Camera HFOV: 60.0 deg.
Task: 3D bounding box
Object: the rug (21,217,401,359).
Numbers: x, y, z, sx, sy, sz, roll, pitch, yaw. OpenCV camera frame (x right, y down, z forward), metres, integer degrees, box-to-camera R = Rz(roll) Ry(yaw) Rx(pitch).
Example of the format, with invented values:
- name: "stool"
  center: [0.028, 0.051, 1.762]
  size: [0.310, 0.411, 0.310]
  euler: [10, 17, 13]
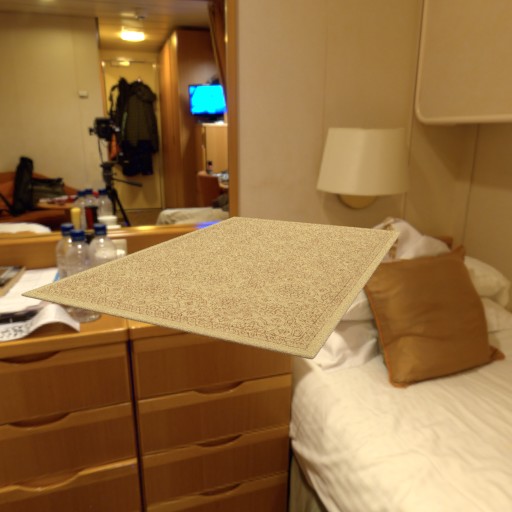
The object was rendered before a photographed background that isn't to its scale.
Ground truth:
- name: "rug"
  center: [0.000, 0.000, 2.313]
  size: [1.219, 0.010, 1.829]
  euler: [7, 17, 24]
